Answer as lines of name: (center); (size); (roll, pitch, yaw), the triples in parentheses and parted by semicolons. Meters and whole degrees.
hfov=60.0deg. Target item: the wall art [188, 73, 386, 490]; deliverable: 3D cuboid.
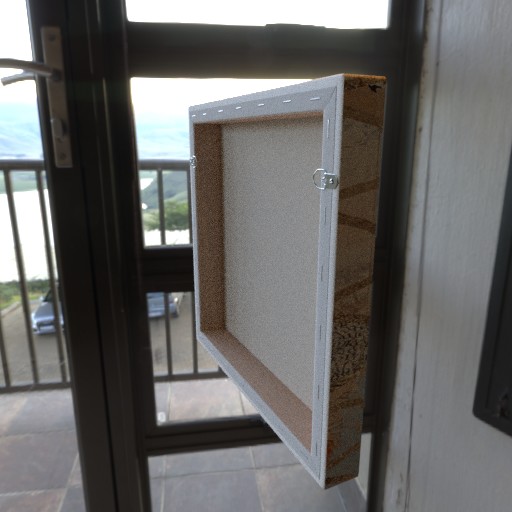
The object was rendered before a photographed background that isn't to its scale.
wall art: (0.000, 0.000, 0.443); (0.036, 0.304, 0.303); (-7, 16, -25)
